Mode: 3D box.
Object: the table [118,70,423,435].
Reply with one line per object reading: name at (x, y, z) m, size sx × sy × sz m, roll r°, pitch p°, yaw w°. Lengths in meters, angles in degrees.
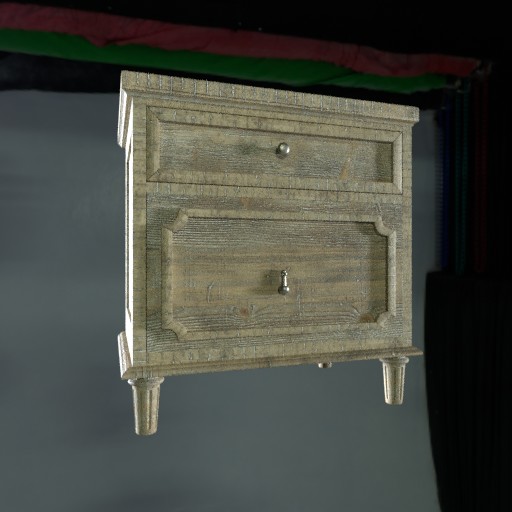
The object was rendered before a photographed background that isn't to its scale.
table at (0.000, 0.000, 1.163) m, size 0.686 × 0.711 × 0.457 m, roll 0°, pitch 0°, yaw -18°
